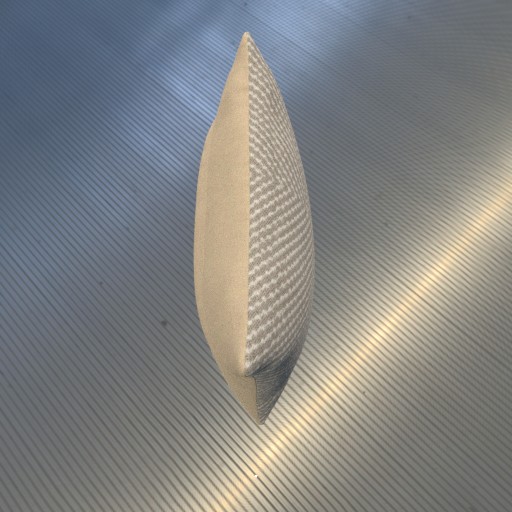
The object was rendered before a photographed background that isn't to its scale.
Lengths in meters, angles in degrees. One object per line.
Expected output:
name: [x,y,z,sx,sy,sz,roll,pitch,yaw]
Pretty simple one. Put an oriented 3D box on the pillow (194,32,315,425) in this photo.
pillow: [0.000,0.000,0.701,0.181,0.458,0.459,0,64,0]
